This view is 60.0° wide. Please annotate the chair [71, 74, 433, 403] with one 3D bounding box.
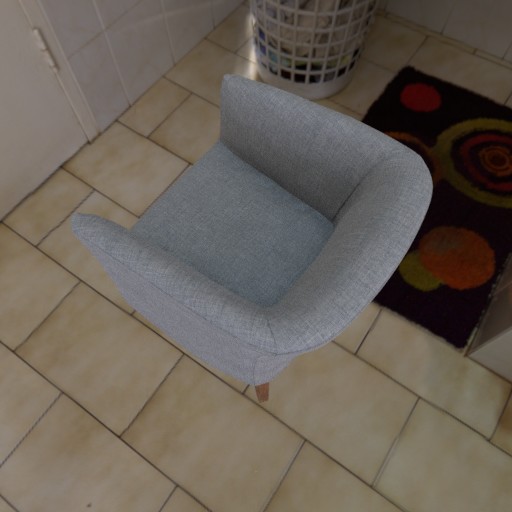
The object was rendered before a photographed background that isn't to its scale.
[{"bbox_3d":[0.000,0.000,1.254,0.668,0.771,0.600,34,69,15],"label":"chair"}]
